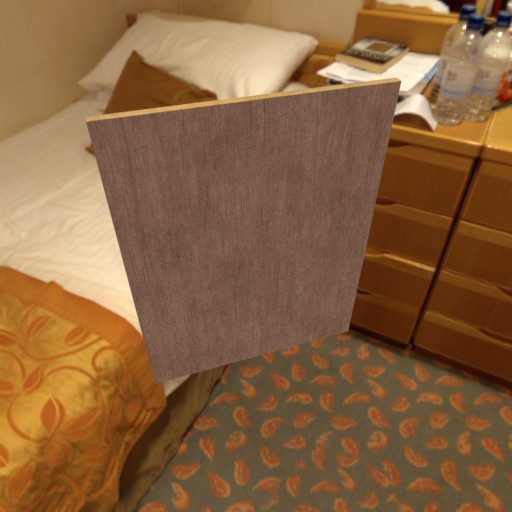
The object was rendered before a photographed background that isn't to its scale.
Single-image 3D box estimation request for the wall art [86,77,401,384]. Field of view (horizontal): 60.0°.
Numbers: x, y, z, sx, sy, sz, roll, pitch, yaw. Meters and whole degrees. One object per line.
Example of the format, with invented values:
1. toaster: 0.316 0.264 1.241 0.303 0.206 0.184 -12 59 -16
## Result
1. wall art: 0.000 0.000 0.948 0.534 0.686 0.018 -12 43 -14
